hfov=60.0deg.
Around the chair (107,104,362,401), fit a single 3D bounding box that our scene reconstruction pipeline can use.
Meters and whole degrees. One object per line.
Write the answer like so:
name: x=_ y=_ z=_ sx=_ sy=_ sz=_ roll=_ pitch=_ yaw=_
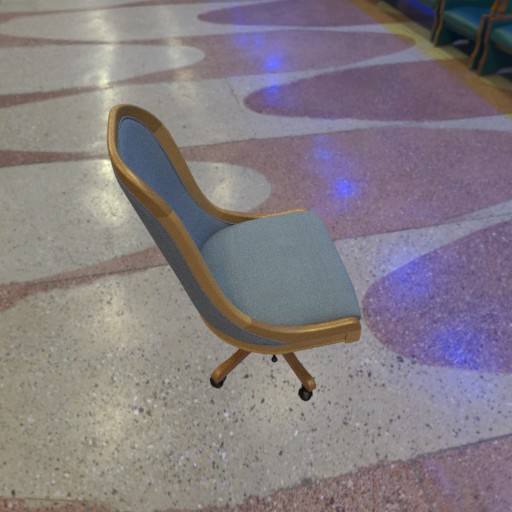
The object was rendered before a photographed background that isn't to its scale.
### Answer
chair: x=0.000 y=0.000 z=1.484 sx=0.735 sy=1.031 sz=0.605 roll=-8 pitch=46 yaw=-8
